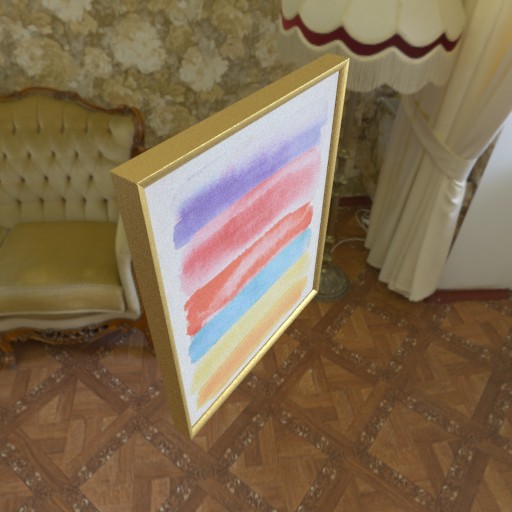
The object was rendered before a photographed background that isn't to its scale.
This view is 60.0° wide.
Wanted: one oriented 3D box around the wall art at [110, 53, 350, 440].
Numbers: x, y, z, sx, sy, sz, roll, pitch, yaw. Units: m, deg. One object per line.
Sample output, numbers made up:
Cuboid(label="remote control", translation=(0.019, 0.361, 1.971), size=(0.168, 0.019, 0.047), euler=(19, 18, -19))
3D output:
Cuboid(label="wall art", translation=(0.000, 0.000, 0.901), size=(0.048, 0.642, 0.537), euler=(26, 48, 26))
